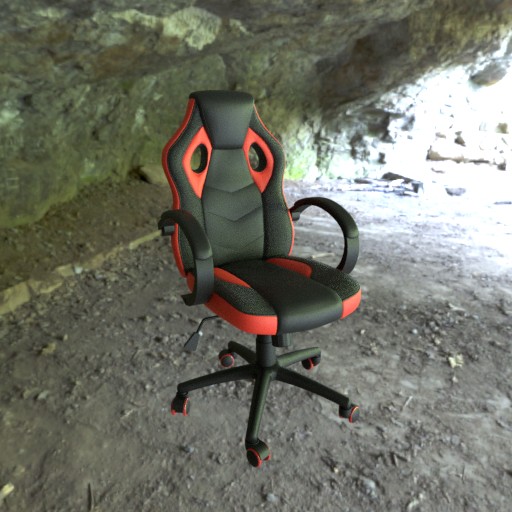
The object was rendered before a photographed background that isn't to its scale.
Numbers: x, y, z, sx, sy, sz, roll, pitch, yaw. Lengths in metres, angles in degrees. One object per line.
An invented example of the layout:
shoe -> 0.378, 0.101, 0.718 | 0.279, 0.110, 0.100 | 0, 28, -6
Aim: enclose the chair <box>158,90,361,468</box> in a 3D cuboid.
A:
chair -> 0.000, 0.000, 1.403 | 0.600, 1.016, 0.642 | -9, 19, -26
